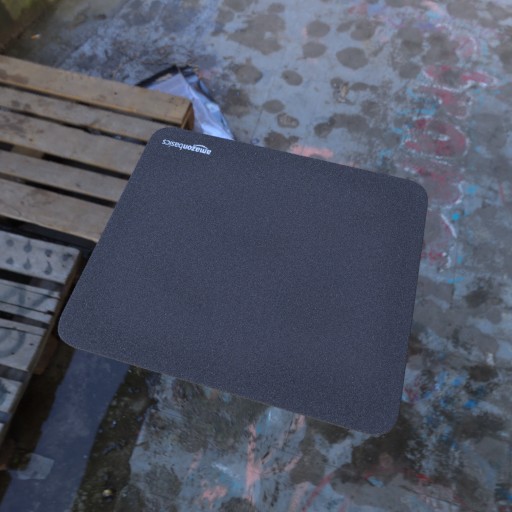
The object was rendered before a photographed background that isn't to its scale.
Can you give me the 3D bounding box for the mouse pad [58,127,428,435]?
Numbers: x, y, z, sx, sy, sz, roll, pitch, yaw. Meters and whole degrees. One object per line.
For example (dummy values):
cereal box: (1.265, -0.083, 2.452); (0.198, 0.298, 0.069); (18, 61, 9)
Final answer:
mouse pad: (0.000, 0.000, 0.348); (0.249, 0.002, 0.211); (14, 65, 7)
